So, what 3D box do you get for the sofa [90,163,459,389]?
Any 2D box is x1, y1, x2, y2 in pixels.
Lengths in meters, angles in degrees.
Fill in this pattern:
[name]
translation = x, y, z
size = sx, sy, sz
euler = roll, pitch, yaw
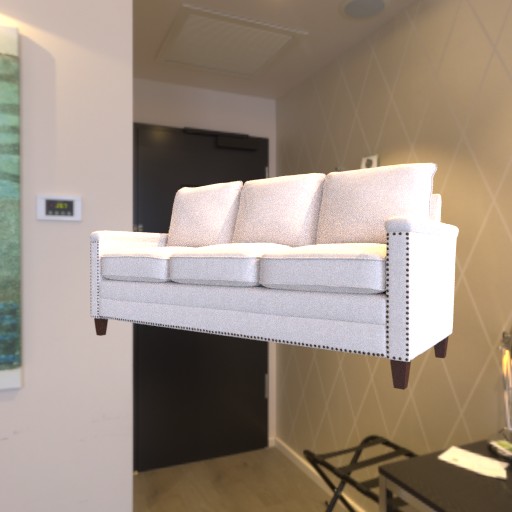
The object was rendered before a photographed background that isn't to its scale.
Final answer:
[sofa]
translation = 0.000, 0.000, 2.438
size = 1.925, 0.961, 0.828
euler = 0, 0, 36
